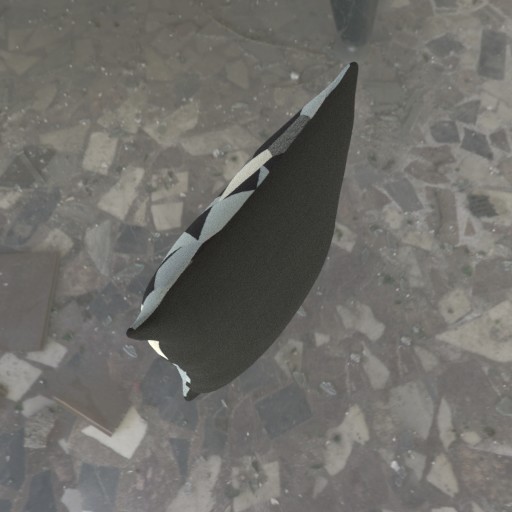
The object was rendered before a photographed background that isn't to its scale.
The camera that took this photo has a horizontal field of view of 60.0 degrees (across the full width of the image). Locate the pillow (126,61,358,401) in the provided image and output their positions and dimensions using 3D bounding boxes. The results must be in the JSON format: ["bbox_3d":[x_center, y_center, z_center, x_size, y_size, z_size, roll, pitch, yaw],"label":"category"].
[{"bbox_3d":[0.000,0.000,0.772,0.208,0.496,0.503,32,68,15],"label":"pillow"}]
